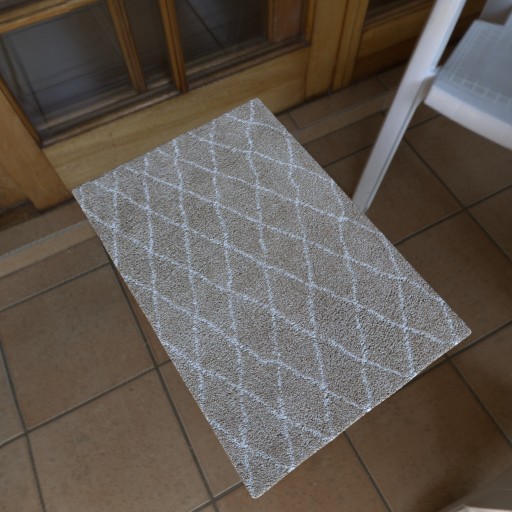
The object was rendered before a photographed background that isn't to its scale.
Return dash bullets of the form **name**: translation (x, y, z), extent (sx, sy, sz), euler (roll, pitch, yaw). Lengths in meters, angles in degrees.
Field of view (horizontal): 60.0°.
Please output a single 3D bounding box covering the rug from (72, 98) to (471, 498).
- **rug**: translation (0.000, 0.000, 2.229), extent (1.219, 0.030, 1.778), euler (-31, 68, -14)
